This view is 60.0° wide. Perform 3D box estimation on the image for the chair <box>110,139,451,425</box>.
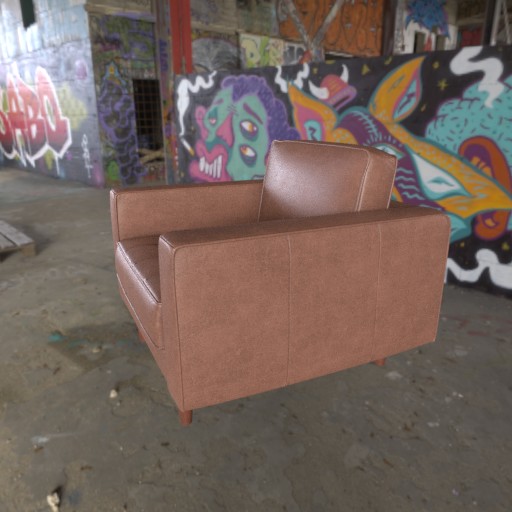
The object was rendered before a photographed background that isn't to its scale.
[{"bbox_3d":[0.000,0.000,1.566,0.900,0.770,0.920,-8,20,-25],"label":"chair"}]
